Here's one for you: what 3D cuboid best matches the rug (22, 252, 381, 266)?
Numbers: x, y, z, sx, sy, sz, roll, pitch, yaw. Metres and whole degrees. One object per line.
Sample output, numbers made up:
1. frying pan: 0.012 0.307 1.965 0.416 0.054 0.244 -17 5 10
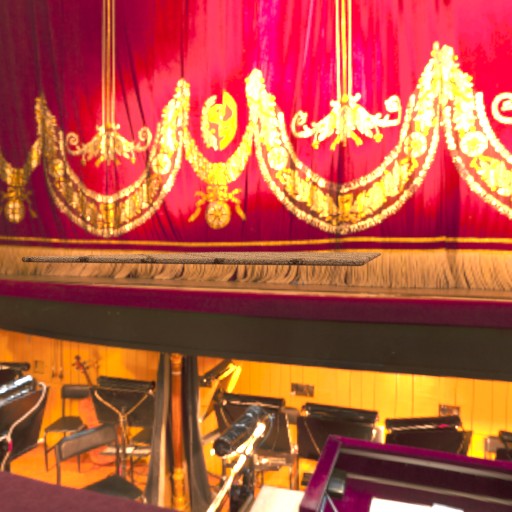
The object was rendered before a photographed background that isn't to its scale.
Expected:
1. rug: 0.000 0.000 3.401 1.778 0.030 2.743 0 1 17
